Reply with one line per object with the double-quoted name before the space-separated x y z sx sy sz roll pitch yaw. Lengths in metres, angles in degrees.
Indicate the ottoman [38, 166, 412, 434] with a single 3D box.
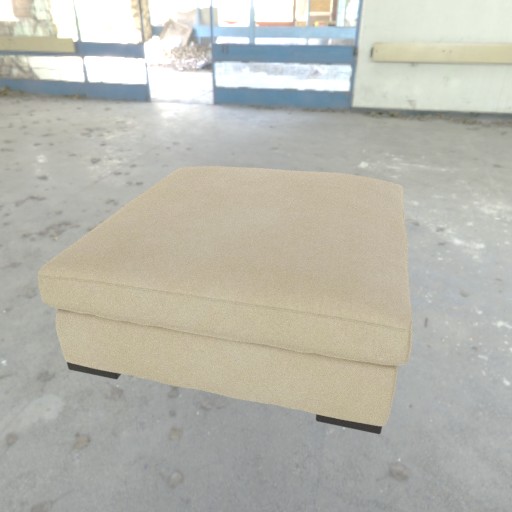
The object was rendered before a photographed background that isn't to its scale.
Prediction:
"ottoman" 0.000 0.000 1.867 1.190 0.522 1.205 7 29 13
